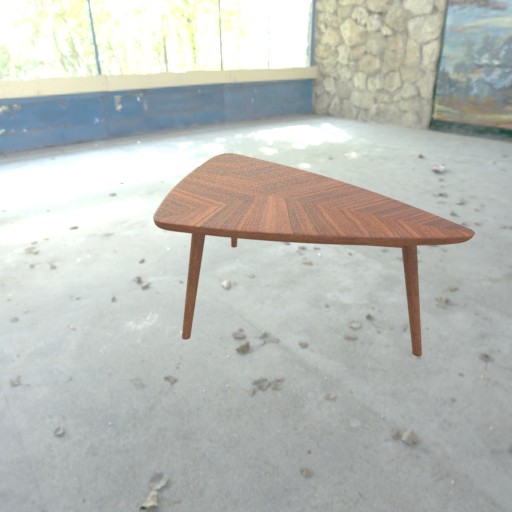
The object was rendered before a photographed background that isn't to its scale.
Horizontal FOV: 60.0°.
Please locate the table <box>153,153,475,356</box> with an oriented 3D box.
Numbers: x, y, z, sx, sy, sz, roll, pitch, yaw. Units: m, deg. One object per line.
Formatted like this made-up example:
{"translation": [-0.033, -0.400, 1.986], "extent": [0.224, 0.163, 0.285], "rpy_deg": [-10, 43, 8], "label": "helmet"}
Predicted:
{"translation": [0.000, 0.000, 1.298], "extent": [0.601, 0.365, 1.008], "rpy_deg": [-18, 31, -33], "label": "table"}
